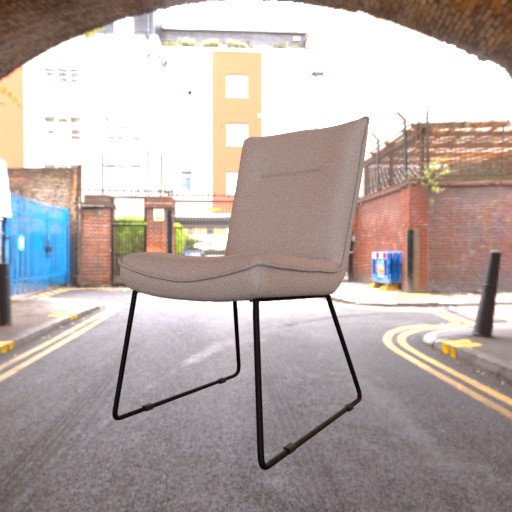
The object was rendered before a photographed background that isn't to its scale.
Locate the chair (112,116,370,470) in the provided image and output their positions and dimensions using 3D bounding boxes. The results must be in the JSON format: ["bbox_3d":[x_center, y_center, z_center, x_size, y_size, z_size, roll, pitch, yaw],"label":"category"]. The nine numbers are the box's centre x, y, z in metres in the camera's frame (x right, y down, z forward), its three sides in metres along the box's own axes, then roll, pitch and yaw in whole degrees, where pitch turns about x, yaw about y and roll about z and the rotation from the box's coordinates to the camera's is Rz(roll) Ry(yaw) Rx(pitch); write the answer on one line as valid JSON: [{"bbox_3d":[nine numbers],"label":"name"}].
[{"bbox_3d":[0.000,0.000,1.365,0.515,0.930,0.688,0,0,35],"label":"chair"}]
